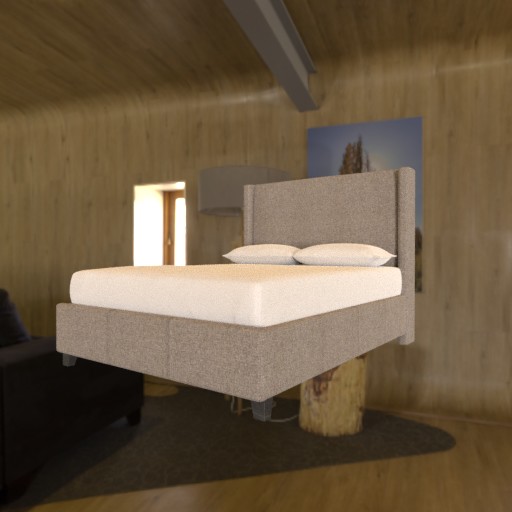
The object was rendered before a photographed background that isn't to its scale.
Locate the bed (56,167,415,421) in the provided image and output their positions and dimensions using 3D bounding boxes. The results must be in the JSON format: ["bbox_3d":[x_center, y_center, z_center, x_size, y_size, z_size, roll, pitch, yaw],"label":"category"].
[{"bbox_3d":[0.000,0.000,3.378,1.714,1.476,2.245,0,1,37],"label":"bed"}]
